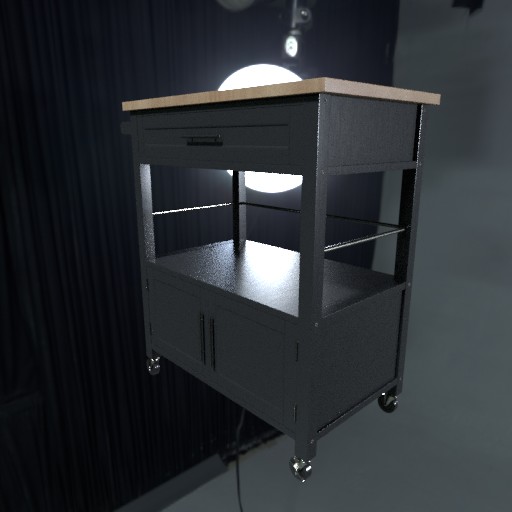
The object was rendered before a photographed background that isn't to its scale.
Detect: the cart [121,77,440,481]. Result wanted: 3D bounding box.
[{"bbox_3d":[0.000,0.000,1.350,0.459,0.901,0.840,-13,20,-42],"label":"cart"}]
